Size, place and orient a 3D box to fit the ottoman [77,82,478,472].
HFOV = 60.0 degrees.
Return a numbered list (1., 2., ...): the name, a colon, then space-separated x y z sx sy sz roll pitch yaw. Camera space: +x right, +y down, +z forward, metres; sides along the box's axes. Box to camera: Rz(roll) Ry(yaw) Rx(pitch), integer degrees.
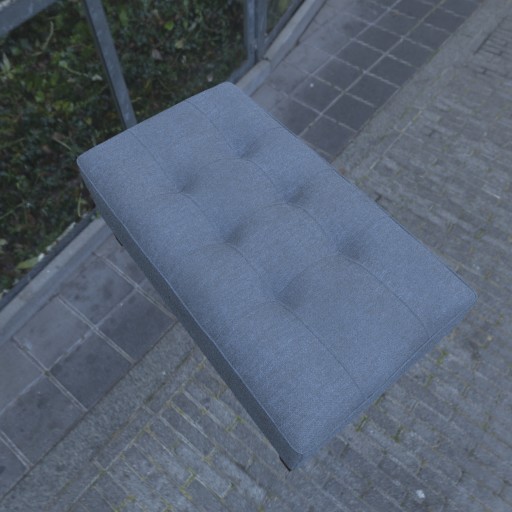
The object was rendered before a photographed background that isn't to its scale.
1. ottoman: 0.000 0.000 1.455 0.648 0.514 1.143 -34 64 -19
